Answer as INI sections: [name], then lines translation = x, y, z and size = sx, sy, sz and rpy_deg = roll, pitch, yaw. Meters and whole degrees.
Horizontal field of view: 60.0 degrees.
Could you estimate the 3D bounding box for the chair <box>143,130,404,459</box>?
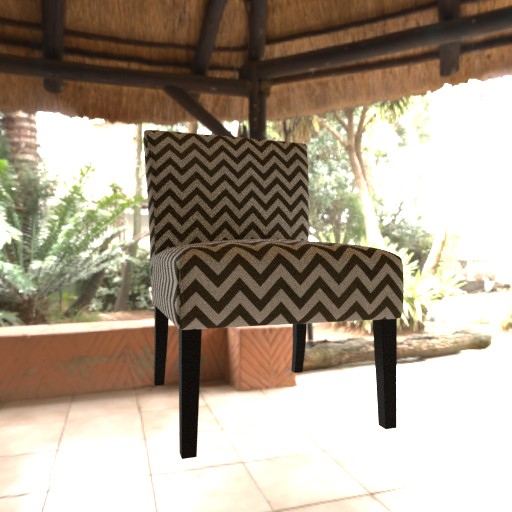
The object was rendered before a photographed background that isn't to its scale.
[chair]
translation = 0.000, 0.000, 1.278
size = 0.589, 0.838, 0.648
rpy_deg = 0, 0, -19
